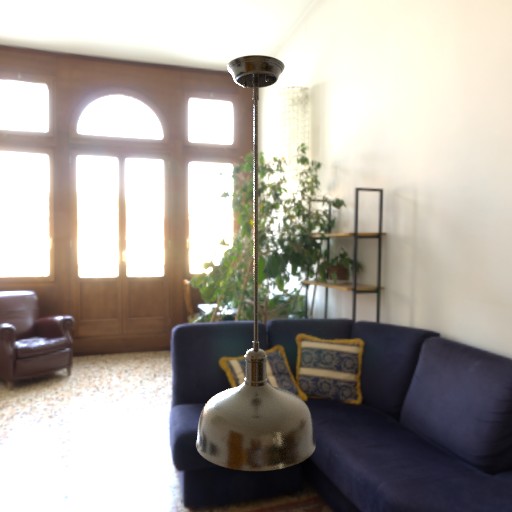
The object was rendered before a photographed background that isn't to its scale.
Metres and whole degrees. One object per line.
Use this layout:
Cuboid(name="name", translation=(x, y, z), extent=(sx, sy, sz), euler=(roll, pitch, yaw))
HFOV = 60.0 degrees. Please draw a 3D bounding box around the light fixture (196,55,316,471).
Cuboid(name="light fixture", translation=(0.000, 0.000, 1.109), extent=(0.299, 0.935, 0.299), euler=(1, 1, 37))
